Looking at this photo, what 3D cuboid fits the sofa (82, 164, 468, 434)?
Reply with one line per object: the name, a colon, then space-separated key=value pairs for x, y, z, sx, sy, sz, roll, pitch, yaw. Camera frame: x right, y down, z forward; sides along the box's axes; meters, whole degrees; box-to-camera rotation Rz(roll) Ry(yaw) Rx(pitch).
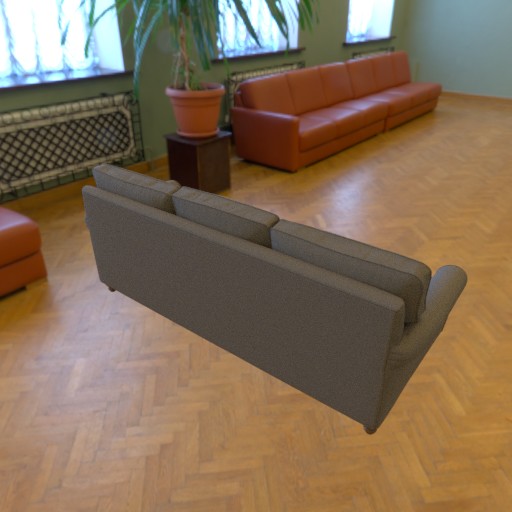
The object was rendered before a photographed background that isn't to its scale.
sofa: x=0.000 y=0.000 z=2.798 sx=2.353 sy=0.948 sz=0.966 roll=21 pitch=36 yaw=32
